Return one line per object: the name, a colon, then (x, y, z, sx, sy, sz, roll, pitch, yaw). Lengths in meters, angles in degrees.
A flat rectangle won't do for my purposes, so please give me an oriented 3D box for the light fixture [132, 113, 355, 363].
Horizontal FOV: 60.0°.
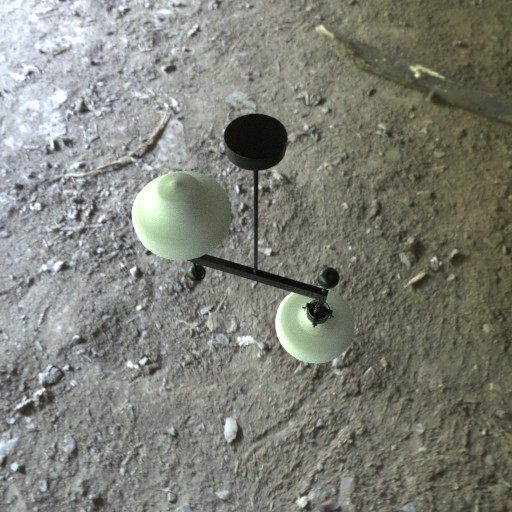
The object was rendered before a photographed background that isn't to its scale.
light fixture: (0.000, 0.000, 1.025, 0.489, 0.743, 0.422, -16, 60, -9)
